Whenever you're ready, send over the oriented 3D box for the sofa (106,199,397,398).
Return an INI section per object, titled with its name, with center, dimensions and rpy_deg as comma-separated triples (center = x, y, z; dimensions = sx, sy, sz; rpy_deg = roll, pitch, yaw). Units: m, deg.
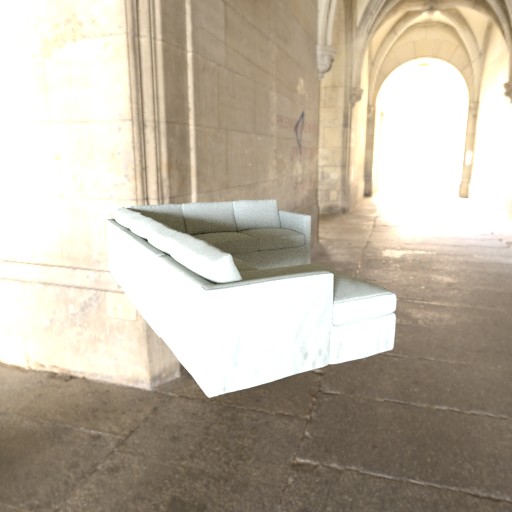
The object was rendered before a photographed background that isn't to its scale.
[sofa]
center = 0.000, 0.000, 4.611
dimensions = 2.440, 0.869, 3.434
rpy_deg = -7, 14, -27
